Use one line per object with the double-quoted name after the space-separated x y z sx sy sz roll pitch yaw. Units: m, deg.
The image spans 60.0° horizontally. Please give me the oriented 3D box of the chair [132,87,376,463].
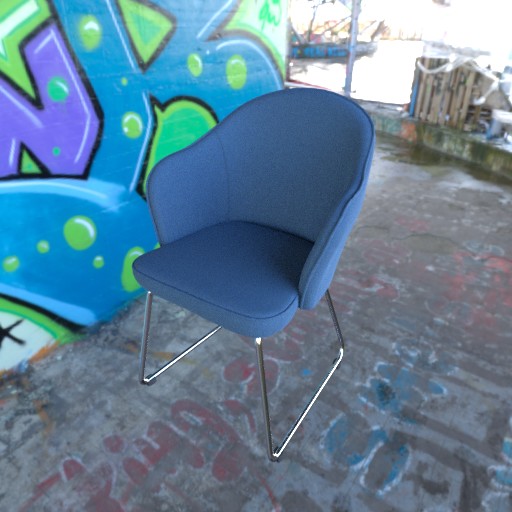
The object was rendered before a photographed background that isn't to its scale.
0.000 0.000 1.230 0.570 0.815 0.585 18 34 30 "chair"
